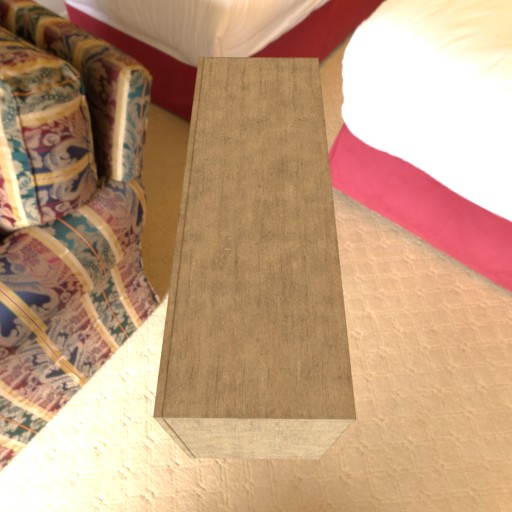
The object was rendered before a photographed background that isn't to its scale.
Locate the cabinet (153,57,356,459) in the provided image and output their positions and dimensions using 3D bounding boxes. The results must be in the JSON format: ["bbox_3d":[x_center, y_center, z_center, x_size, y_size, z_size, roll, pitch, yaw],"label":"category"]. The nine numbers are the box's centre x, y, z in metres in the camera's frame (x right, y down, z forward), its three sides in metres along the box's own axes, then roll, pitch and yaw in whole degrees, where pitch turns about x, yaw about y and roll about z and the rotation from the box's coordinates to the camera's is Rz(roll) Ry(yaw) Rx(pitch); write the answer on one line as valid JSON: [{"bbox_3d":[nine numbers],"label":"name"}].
[{"bbox_3d":[0.000,0.000,1.832,0.511,0.825,1.460,0,58,0],"label":"cabinet"}]
